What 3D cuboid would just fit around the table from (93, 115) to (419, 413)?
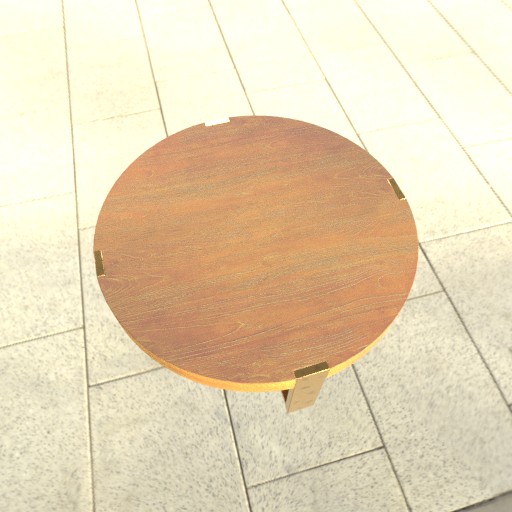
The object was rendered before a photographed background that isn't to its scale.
[{"bbox_3d":[0.000,0.000,1.710,1.100,0.420,1.100,0,58,0],"label":"table"}]
